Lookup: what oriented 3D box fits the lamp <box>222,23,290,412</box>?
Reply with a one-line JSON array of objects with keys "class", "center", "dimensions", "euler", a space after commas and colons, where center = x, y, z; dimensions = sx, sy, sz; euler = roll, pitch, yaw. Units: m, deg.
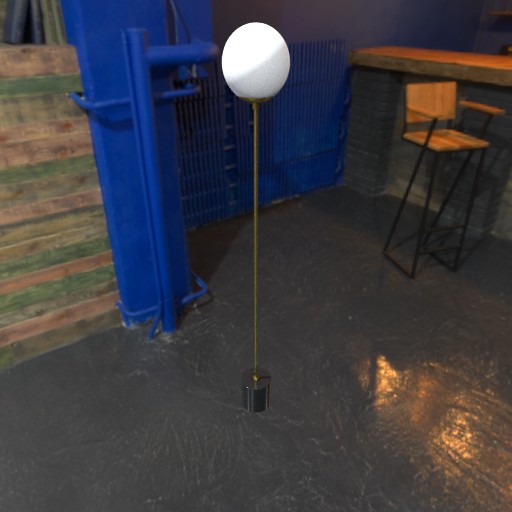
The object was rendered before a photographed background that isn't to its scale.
[{"class": "lamp", "center": [0.000, 0.000, 1.877], "dimensions": [0.229, 1.748, 0.229], "euler": [-18, 35, -29]}]
